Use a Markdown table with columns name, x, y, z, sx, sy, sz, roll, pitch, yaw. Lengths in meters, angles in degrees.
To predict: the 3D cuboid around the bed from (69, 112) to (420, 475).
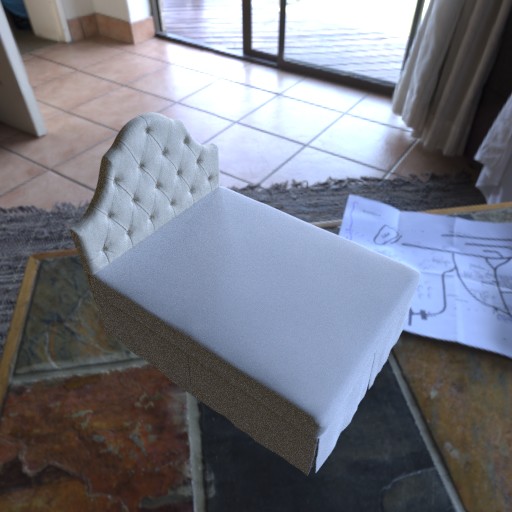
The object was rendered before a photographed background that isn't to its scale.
| name | x | y | z | sx | sy | sz | roll | pitch | yaw |
| --- | --- | --- | --- | --- | --- | --- | --- | --- | --- |
| bed | 0.000 | 0.000 | 3.219 | 2.092 | 1.575 | 1.627 | 26 | 49 | 26 |
